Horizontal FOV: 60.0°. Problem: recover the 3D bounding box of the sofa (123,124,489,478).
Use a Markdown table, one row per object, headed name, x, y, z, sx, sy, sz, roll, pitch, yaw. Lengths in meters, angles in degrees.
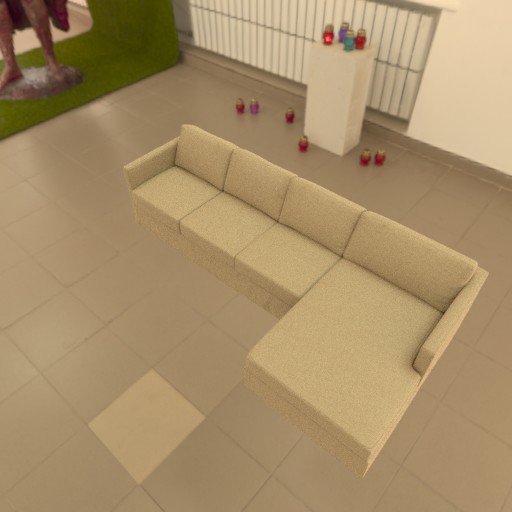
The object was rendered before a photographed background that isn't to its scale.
| name | x | y | z | sx | sy | sz | roll | pitch | yaw |
| --- | --- | --- | --- | --- | --- | --- | --- | --- | --- |
| sofa | 0.000 | 0.000 | 3.732 | 3.177 | 0.867 | 1.622 | 31 | 53 | 27 |
